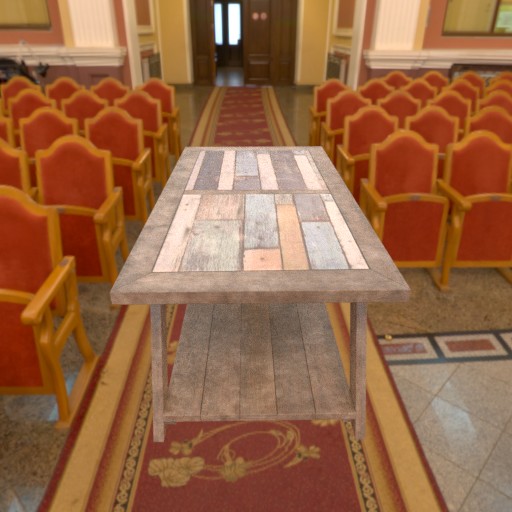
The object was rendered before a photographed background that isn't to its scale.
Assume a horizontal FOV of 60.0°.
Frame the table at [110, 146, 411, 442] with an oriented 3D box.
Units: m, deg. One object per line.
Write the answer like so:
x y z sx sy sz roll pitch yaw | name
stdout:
0.000 0.000 1.545 0.610 0.470 1.219 0 27 -1 | table
